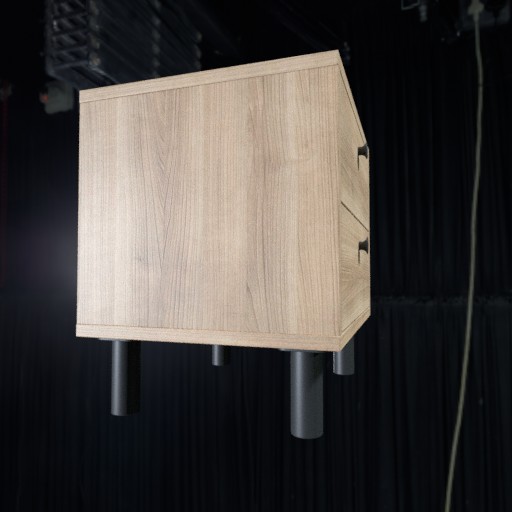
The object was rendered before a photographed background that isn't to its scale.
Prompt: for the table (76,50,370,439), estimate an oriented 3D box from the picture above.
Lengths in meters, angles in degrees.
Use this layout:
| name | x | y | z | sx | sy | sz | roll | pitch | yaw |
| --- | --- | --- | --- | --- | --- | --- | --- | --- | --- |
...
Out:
| name | x | y | z | sx | sy | sz | roll | pitch | yaw |
| --- | --- | --- | --- | --- | --- | --- | --- | --- | --- |
| table | 0.000 | 0.000 | 0.772 | 0.380 | 0.460 | 0.445 | -1 | -2 | 19 |
